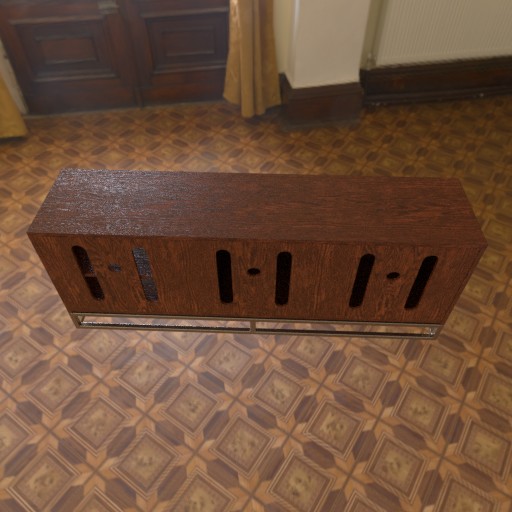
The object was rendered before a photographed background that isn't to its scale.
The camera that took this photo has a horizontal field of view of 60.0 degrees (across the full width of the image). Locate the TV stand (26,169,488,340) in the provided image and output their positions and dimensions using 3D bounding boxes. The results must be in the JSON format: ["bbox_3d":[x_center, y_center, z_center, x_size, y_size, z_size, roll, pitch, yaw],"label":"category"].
[{"bbox_3d":[0.000,0.000,1.814,1.541,0.578,0.382,2,47,2],"label":"TV stand"}]
